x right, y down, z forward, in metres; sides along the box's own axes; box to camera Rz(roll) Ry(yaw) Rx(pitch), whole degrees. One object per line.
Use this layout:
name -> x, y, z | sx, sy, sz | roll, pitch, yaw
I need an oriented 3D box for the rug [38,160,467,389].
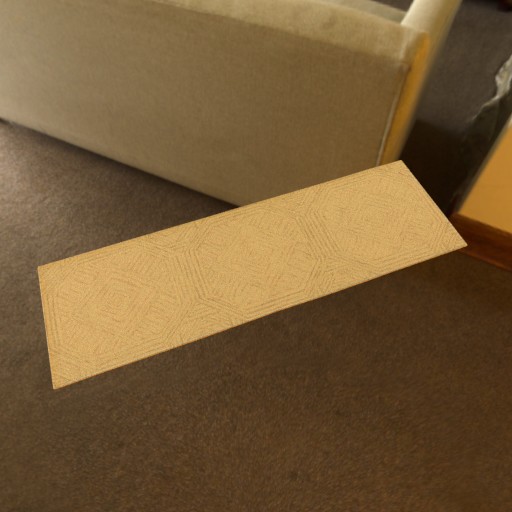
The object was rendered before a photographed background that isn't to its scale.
rug -> 0.000, 0.000, 2.646 | 2.452, 0.012, 0.775 | -18, 59, -11
